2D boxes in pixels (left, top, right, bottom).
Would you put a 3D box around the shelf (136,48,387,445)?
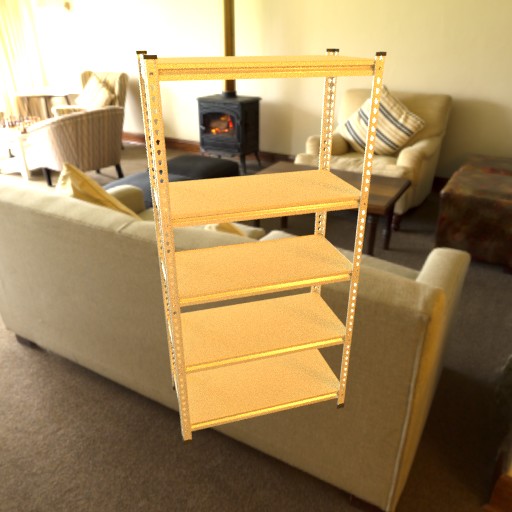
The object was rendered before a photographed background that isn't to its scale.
[{"bbox_3d":[0.000,0.000,2.179,0.914,1.829,0.457,-8,28,-15],"label":"shelf"}]
